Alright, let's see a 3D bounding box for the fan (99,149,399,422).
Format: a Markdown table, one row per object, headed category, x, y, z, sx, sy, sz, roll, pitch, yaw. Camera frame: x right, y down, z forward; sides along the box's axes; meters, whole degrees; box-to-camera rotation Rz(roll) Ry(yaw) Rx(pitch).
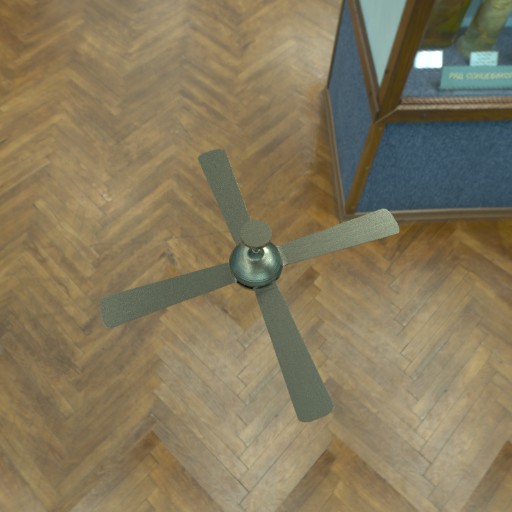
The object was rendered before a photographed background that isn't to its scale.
| category | x | y | z | sx | sy | sz | roll | pitch | yaw |
| --- | --- | --- | --- | --- | --- | --- | --- | --- | --- |
| fan | 0.000 | 0.000 | 1.899 | 1.321 | 0.381 | 1.321 | 1 | 62 | 0 |
